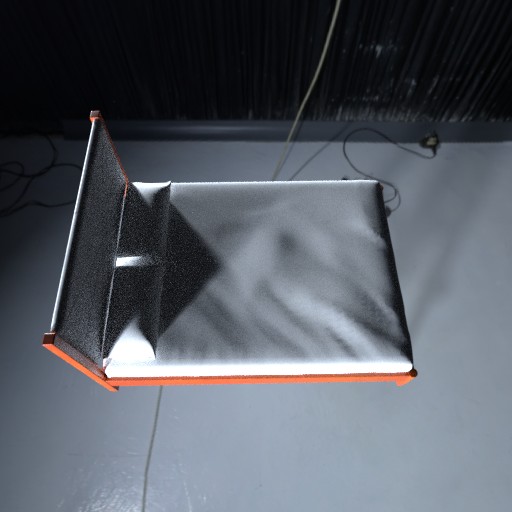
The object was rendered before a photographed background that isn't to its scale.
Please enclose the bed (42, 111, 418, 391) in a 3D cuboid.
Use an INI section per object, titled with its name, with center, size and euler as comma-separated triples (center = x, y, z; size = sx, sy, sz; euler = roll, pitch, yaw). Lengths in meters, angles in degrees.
[bed]
center = 0.000, 0.000, 3.043
size = 2.117, 1.165, 1.566
euler = -1, 62, 0
